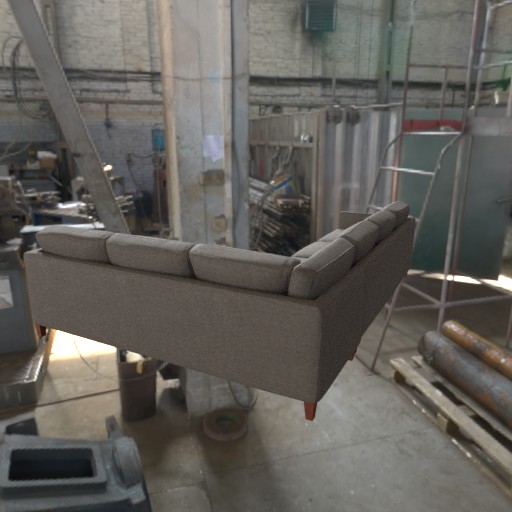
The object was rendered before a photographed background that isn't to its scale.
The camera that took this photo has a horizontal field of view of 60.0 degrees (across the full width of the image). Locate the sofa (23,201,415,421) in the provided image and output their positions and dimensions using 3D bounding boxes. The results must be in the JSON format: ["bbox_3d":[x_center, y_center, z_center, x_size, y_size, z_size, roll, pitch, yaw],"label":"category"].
[{"bbox_3d":[0.000,0.000,4.450,2.593,0.947,3.302,8,17,27],"label":"sofa"}]
